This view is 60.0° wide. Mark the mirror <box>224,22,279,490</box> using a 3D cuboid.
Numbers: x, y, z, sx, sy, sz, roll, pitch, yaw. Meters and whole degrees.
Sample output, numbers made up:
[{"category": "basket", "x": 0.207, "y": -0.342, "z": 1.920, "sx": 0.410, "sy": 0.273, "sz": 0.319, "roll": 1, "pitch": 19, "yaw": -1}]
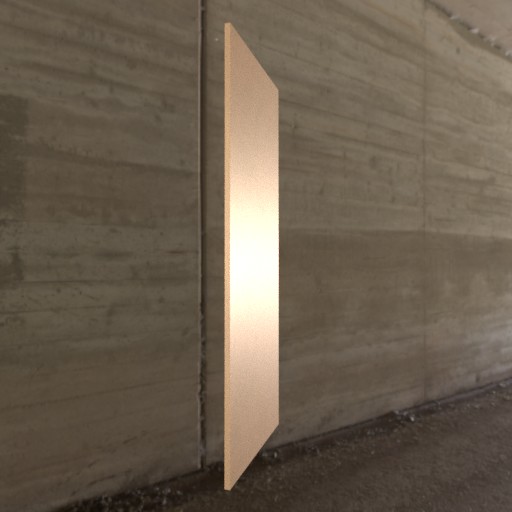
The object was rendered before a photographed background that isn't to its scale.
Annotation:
[{"category": "mirror", "x": 0.000, "y": 0.000, "z": 2.315, "sx": 0.026, "sy": 2.031, "sz": 0.812, "roll": 0, "pitch": -1, "yaw": 18}]
